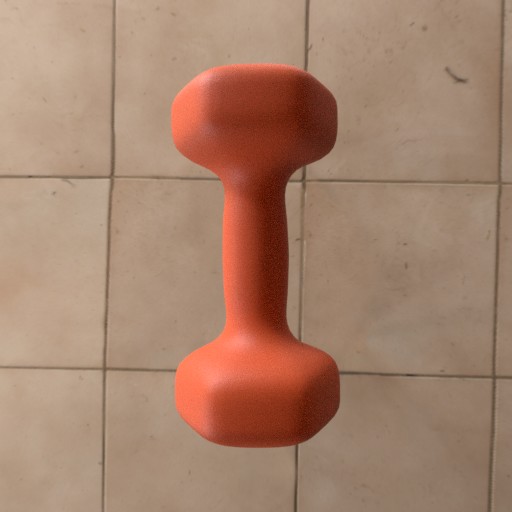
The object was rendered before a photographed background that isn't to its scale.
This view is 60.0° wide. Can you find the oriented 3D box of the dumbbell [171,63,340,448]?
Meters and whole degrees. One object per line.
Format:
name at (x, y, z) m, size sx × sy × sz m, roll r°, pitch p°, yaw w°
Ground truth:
dumbbell at (0.000, 0.000, 0.207) m, size 0.079 × 0.071 × 0.162 m, roll 0°, pitch 91°, yaw 0°
